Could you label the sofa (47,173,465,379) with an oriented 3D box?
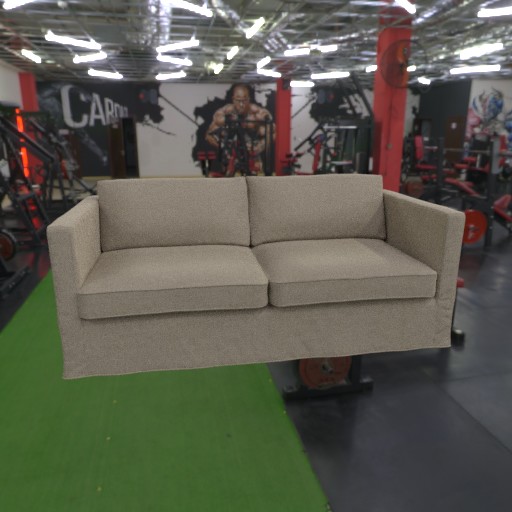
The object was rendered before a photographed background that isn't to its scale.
[{"bbox_3d":[0.000,0.000,2.518,1.987,0.847,0.956,-3,16,-9],"label":"sofa"}]
